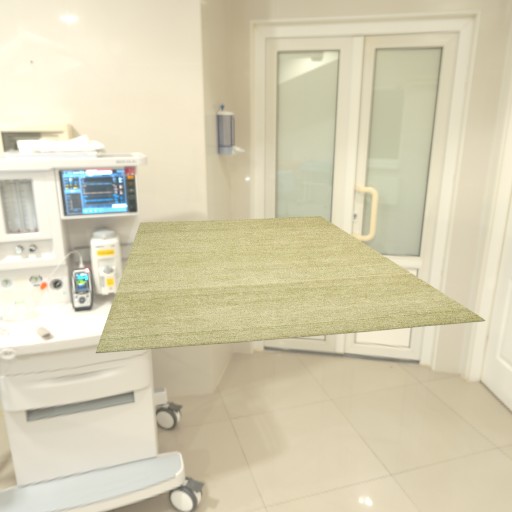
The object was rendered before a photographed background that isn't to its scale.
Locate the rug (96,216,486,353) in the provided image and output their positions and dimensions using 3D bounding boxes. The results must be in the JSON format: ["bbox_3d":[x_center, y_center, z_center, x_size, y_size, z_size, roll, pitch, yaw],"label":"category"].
[{"bbox_3d":[0.000,0.000,2.840,1.606,0.017,2.270,-3,17,-10],"label":"rug"}]
